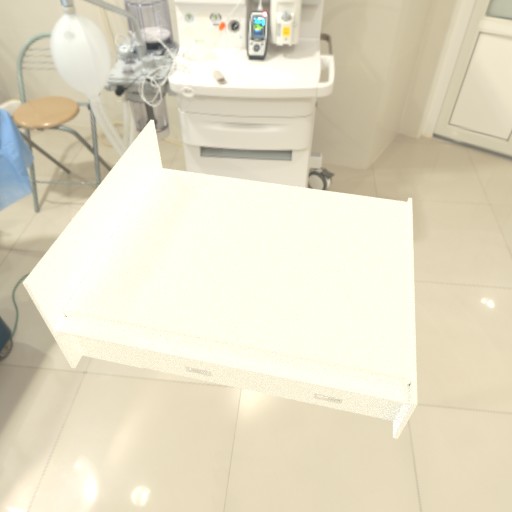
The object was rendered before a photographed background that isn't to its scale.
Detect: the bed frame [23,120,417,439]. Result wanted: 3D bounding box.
[{"bbox_3d":[0.000,0.000,2.841,1.960,0.800,1.622,9,47,9],"label":"bed frame"}]
